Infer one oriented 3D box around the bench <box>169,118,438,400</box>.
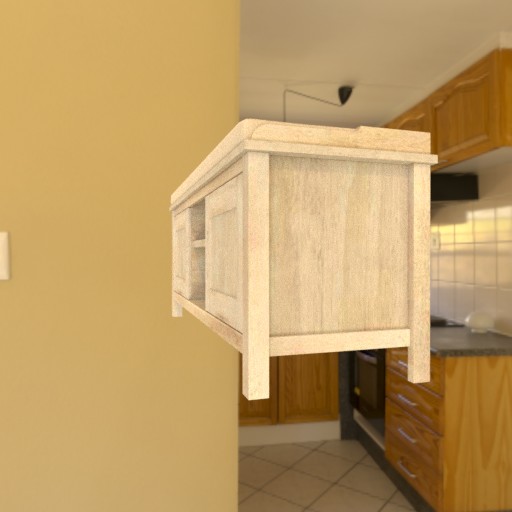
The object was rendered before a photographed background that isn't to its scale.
[{"bbox_3d":[0.000,0.000,1.365,0.398,0.501,1.140,0,0,-17],"label":"bench"}]
